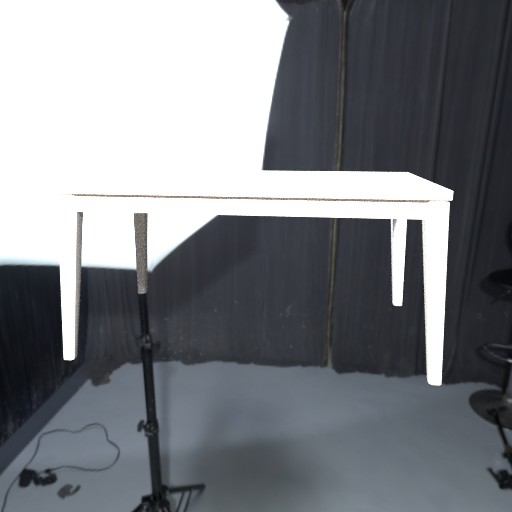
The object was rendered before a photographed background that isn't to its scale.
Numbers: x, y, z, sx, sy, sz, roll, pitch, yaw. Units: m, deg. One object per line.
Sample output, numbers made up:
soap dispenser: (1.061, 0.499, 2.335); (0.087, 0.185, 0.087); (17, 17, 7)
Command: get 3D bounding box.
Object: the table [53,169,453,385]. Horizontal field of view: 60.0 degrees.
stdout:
table: (0.000, 0.000, 2.183); (1.600, 0.760, 0.900); (2, 15, 7)
